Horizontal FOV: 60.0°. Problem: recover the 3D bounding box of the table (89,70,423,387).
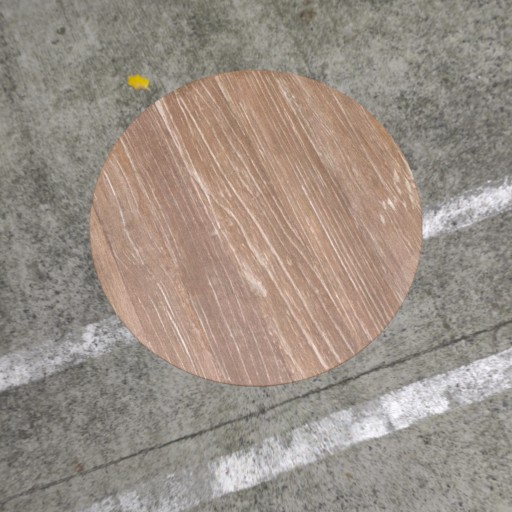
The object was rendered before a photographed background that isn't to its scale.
[{"bbox_3d":[0.000,0.000,0.969,0.527,0.551,0.527,0,76,0],"label":"table"}]
